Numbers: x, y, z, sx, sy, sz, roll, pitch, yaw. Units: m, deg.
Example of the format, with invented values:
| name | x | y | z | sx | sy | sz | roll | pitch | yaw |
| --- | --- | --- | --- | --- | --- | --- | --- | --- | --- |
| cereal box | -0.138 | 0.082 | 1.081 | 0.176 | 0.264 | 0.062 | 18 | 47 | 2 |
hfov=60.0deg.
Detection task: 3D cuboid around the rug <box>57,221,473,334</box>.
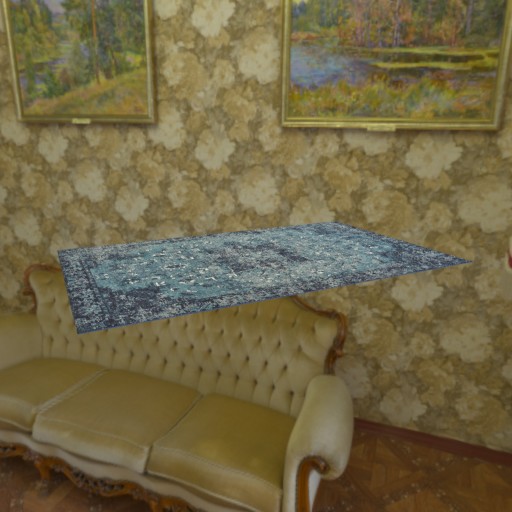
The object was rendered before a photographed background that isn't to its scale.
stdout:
| name | x | y | z | sx | sy | sz | roll | pitch | yaw |
| --- | --- | --- | --- | --- | --- | --- | --- | --- | --- |
| rug | 0.000 | 0.000 | 3.052 | 2.440 | 0.007 | 1.525 | -8 | 17 | -25 |
